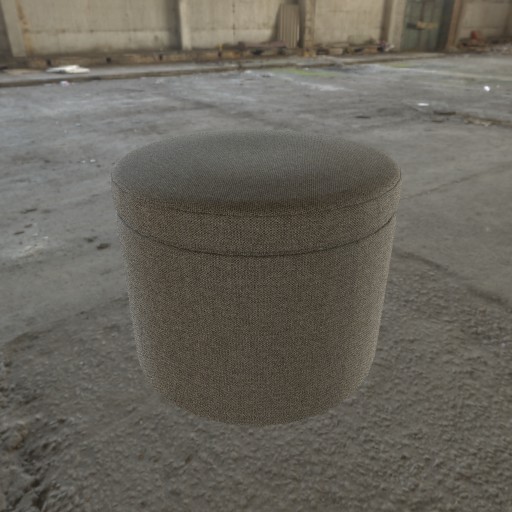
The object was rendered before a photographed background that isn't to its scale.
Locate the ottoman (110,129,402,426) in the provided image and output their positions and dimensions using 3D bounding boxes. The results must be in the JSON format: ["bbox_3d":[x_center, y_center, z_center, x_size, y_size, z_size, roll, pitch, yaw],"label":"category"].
[{"bbox_3d":[0.000,0.000,0.869,0.500,0.419,0.500,0,28,0],"label":"ottoman"}]
